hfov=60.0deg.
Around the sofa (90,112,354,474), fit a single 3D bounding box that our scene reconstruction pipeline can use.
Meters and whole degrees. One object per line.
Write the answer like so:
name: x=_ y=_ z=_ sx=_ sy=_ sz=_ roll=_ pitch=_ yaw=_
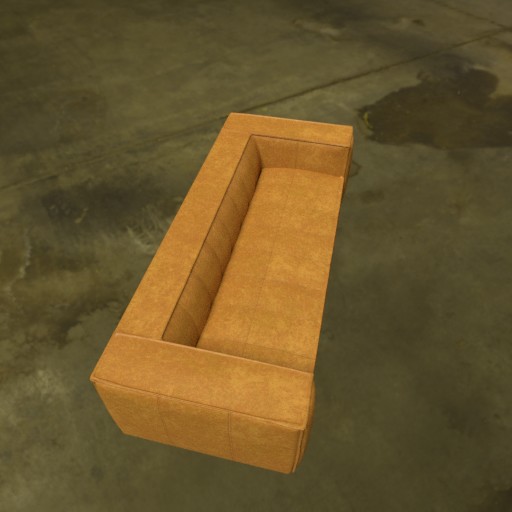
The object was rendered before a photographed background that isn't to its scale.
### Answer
sofa: x=0.000 y=0.000 z=3.093 sx=1.102 sy=0.701 sz=2.581 roll=10 pitch=48 yaw=9
